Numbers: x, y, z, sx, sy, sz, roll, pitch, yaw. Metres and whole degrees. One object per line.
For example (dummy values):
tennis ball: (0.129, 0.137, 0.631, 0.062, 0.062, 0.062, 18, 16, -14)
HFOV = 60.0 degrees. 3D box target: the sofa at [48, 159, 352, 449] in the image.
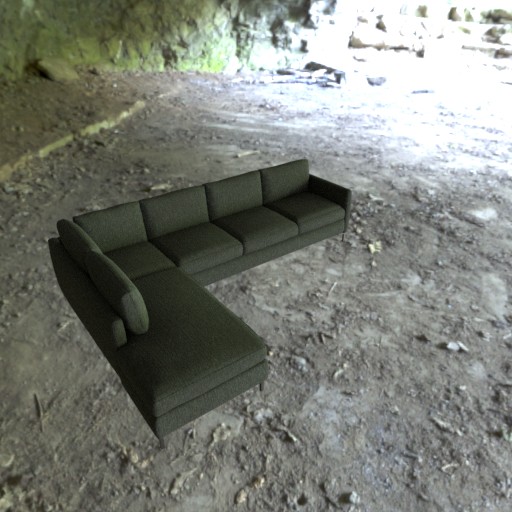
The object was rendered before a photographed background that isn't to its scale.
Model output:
sofa: (0.000, 0.000, 3.876, 2.949, 0.815, 2.007, -21, 36, -32)
